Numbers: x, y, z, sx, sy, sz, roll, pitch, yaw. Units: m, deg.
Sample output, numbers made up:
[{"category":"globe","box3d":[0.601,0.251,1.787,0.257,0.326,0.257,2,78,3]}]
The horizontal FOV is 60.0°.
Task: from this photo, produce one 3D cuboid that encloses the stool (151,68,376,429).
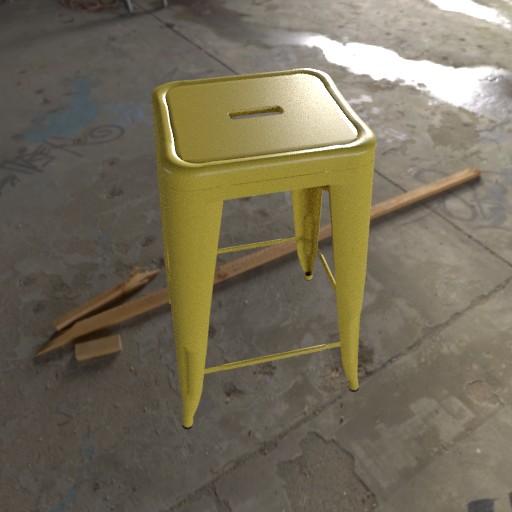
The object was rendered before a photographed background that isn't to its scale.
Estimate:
[{"category":"stool","box3d":[0.000,0.000,0.862,0.399,0.609,0.359,-10,47,-9]}]
